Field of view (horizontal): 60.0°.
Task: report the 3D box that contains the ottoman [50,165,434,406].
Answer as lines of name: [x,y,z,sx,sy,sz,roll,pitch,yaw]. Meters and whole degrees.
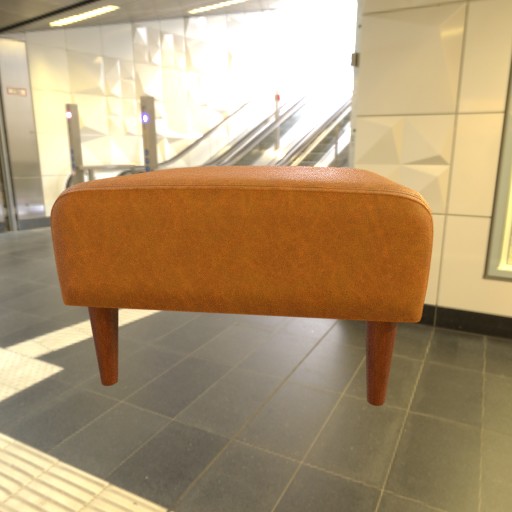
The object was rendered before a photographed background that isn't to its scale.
ottoman: [0.000,0.000,1.034,0.650,0.399,0.650,2,14,8]
